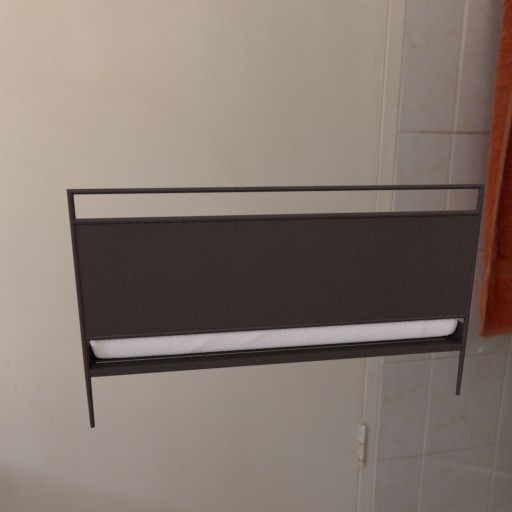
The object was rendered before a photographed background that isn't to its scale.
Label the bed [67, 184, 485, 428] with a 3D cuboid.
[{"bbox_3d":[0.000,0.000,3.232,1.993,1.173,2.151,-2,14,-8],"label":"bed"}]
